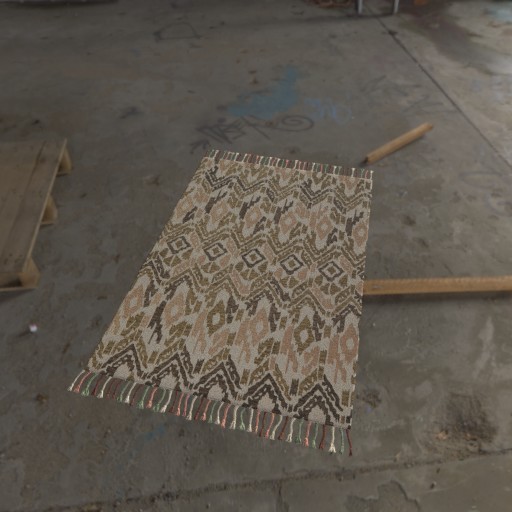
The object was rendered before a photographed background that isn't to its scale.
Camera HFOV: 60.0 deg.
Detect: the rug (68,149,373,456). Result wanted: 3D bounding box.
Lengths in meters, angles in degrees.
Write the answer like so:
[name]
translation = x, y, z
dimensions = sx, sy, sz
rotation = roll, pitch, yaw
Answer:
[rug]
translation = 0.000, 0.000, 3.083
dimensions = 1.524, 0.008, 2.438
rotation = 10, 47, 9
